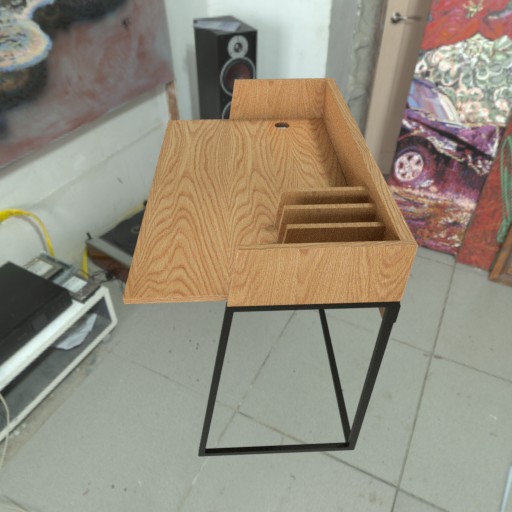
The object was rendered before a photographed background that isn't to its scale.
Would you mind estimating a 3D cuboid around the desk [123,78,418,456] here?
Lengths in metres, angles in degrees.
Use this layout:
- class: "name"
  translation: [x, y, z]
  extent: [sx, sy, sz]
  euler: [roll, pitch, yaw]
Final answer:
- class: "desk"
  translation: [0.000, 0.000, 1.873]
  extent: [0.769, 1.061, 1.191]
  euler: [-2, 41, -2]
